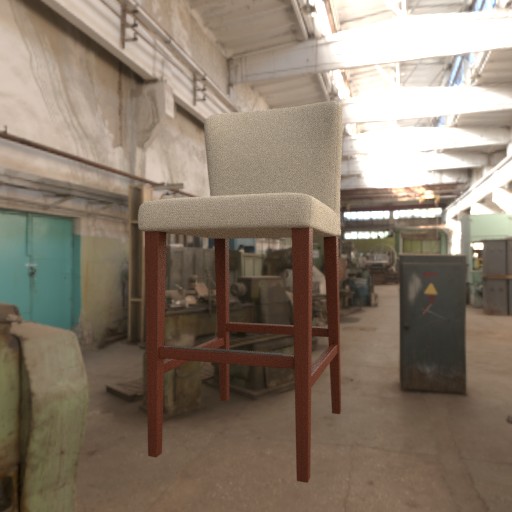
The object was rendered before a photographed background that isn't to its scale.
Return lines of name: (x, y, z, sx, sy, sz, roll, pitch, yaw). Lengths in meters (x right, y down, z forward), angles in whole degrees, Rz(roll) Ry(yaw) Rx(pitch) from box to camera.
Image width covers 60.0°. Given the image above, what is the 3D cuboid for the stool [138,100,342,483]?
stool: (0.000, 0.000, 1.355, 0.481, 1.069, 0.568, 0, 0, 19)
